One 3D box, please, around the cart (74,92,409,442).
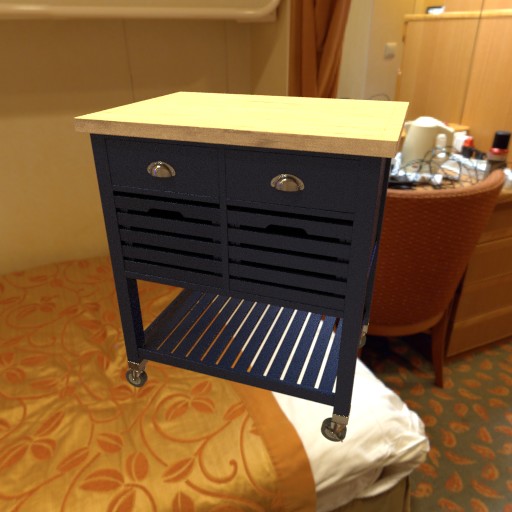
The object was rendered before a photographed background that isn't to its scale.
[{"bbox_3d":[0.000,0.000,1.447,0.797,0.920,0.567,9,28,17],"label":"cart"}]
